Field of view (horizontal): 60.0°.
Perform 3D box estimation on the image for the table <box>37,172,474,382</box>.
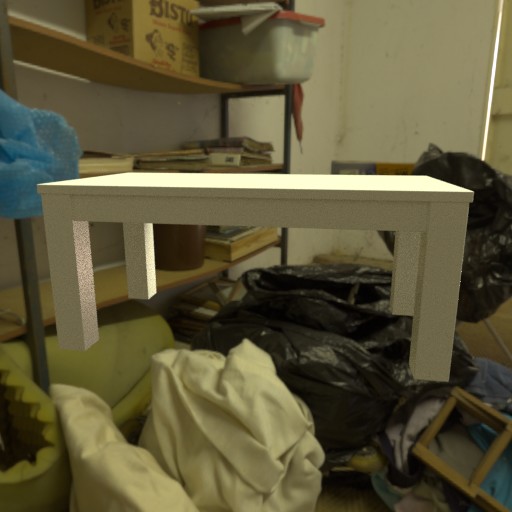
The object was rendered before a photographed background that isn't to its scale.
[{"bbox_3d":[0.000,0.000,2.320,1.800,0.790,0.900,2,14,10],"label":"table"}]
